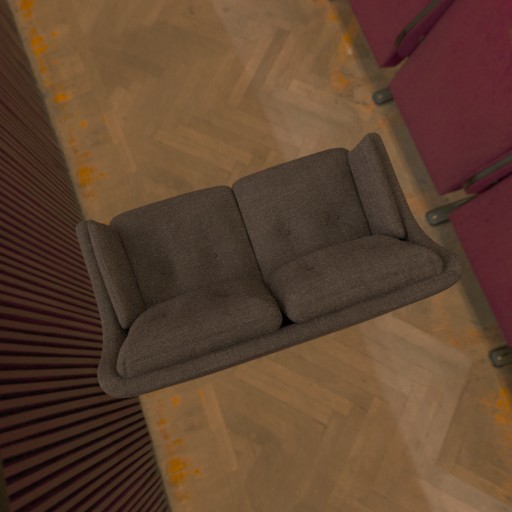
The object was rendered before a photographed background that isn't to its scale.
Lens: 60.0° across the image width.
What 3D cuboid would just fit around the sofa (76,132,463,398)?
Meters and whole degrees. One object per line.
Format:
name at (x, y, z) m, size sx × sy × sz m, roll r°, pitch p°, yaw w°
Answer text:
sofa at (0.000, 0.000, 2.280) m, size 1.646 × 0.887 × 0.976 m, roll -18°, pitch 77°, yaw -4°
